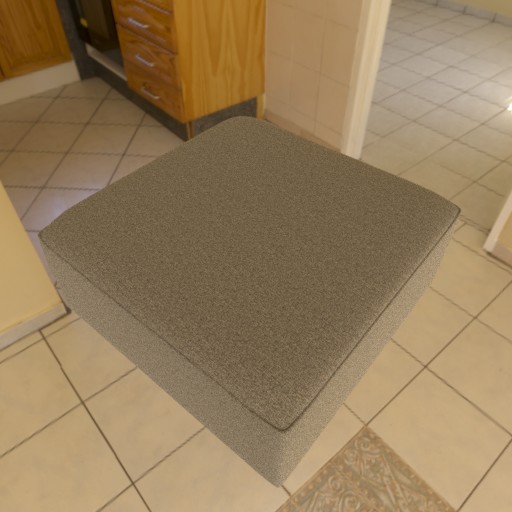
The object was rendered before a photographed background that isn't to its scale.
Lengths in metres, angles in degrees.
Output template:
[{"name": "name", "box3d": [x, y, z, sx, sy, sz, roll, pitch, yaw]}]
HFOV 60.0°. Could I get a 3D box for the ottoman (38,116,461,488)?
[{"name": "ottoman", "box3d": [0.000, 0.000, 1.559, 1.005, 0.464, 1.015, 31, 53, 27]}]
